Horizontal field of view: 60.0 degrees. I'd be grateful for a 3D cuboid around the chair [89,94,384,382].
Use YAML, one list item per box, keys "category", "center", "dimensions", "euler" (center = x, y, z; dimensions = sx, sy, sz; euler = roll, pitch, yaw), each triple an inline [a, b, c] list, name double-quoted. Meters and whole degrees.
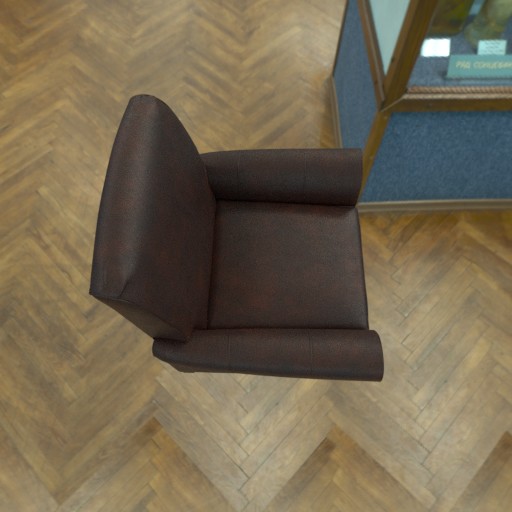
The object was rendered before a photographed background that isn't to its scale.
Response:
- category: "chair"
  center: [0.000, 0.000, 1.761]
  dimensions: [0.902, 1.061, 0.978]
  euler: [1, 63, 1]
